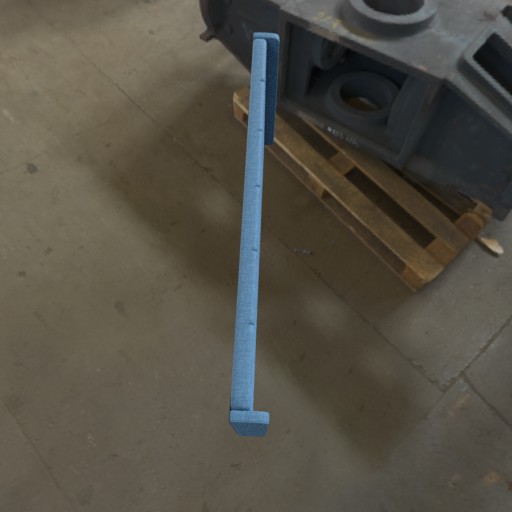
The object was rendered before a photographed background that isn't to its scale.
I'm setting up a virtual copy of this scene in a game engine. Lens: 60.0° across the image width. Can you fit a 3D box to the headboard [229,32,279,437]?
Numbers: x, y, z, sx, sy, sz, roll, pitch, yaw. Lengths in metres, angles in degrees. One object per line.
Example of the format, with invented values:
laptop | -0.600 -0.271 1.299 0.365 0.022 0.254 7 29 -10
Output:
headboard | 0.000 0.000 2.735 0.184 1.524 2.051 2 65 1
